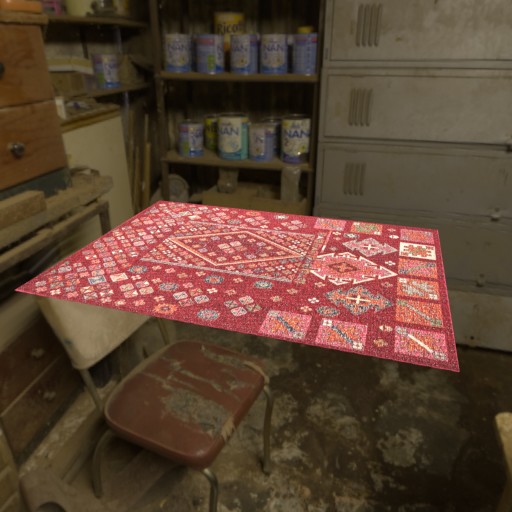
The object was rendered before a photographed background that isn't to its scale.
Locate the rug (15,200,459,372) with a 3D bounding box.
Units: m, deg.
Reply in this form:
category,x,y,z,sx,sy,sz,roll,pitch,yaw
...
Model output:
category,x,y,z,sx,sy,sz,roll,pitch,yaw
rug,0.000,0.000,2.732,2.184,0.007,1.579,8,26,16
